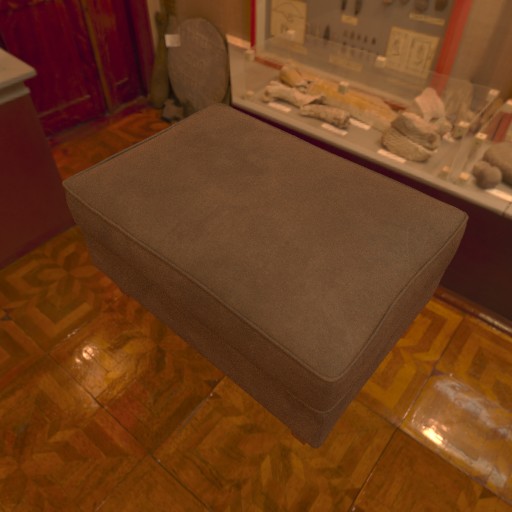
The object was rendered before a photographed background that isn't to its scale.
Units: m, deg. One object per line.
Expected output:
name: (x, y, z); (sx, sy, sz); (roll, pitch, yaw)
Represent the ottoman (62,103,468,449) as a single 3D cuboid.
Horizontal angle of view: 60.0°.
ottoman: (0.000, 0.000, 1.215); (0.860, 0.481, 0.596); (32, 54, 27)
